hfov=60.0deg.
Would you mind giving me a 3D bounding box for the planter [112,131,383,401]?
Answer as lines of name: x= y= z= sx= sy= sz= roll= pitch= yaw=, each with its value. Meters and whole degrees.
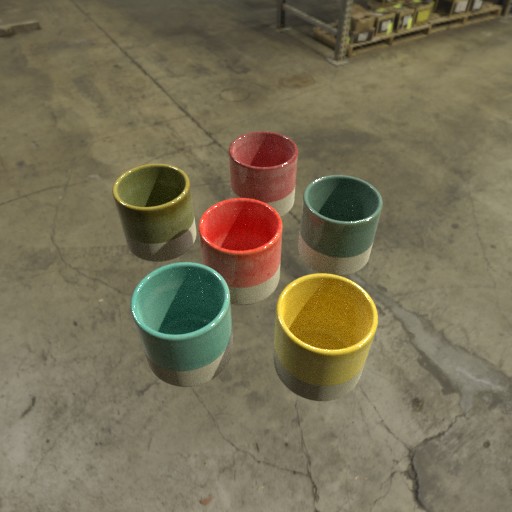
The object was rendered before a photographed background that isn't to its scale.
planter: x=0.000 y=0.000 z=0.418 sx=0.257 sy=0.075 sz=0.286 roll=-24 pitch=51 yaw=-22
